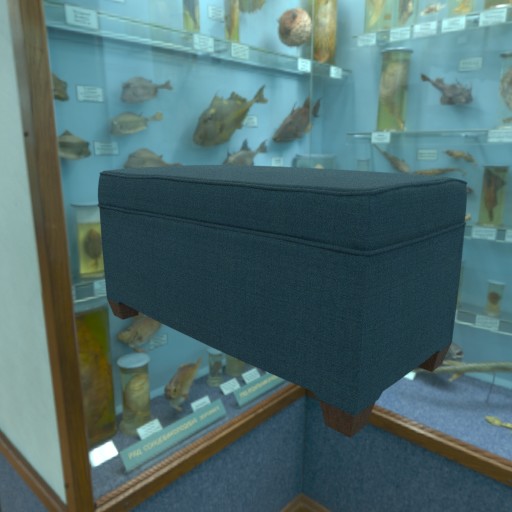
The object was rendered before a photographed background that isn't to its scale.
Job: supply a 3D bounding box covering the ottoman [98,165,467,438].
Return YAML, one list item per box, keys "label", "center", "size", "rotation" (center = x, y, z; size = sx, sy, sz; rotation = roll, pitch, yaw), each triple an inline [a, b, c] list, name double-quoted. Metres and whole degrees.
- label: "ottoman"
  center: [0.000, 0.000, 1.205]
  size: [0.943, 0.474, 0.474]
  rotation: [13, 19, 43]
